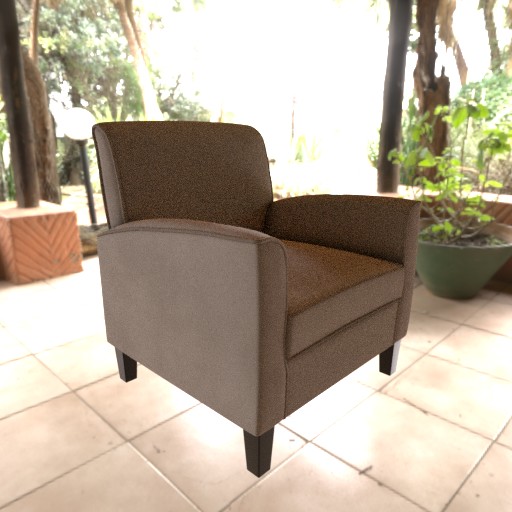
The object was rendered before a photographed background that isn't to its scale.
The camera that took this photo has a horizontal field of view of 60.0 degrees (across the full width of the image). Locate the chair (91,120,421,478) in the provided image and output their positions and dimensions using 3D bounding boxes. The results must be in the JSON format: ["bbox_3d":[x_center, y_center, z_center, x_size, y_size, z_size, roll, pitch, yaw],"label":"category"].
[{"bbox_3d":[0.000,0.000,1.545,0.820,0.915,0.820,14,21,42],"label":"chair"}]
